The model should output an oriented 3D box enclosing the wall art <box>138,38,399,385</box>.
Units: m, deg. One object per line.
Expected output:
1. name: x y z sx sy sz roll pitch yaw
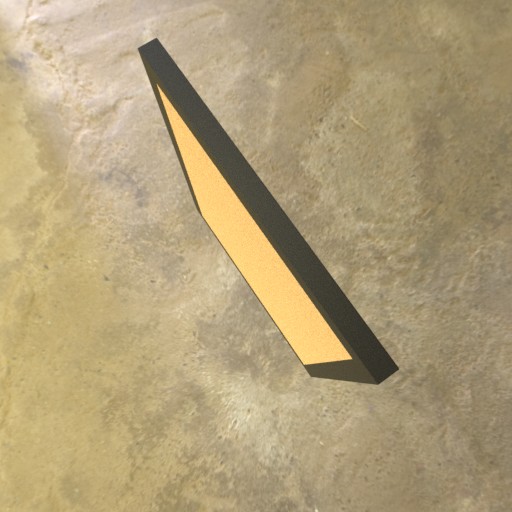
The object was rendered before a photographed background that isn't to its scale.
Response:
1. wall art: 0.000 0.000 0.693 0.025 0.508 0.432 -33 78 -8
